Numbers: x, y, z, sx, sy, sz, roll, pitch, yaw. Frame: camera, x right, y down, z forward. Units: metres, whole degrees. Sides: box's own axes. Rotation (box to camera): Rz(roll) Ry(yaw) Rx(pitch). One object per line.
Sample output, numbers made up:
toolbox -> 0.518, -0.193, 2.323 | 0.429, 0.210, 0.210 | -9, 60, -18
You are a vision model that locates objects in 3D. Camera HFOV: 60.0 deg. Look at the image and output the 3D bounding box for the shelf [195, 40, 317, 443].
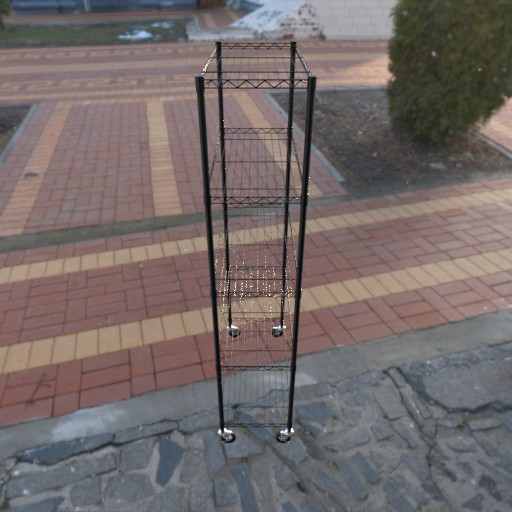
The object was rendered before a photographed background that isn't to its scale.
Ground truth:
shelf -> 0.000, 0.000, 1.970 | 0.356, 1.645, 0.762 | 0, 33, 0
